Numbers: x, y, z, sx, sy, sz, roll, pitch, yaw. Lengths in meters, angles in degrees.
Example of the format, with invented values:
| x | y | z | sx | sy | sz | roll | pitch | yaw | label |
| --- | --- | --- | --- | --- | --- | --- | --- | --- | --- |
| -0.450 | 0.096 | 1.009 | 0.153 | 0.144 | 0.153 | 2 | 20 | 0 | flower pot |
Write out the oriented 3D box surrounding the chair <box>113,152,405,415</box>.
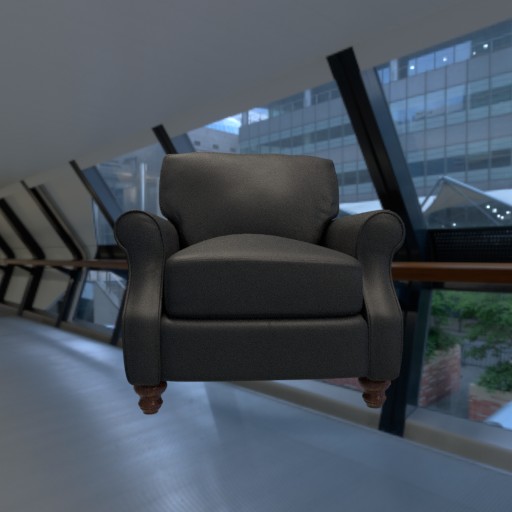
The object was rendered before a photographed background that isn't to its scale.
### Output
| x | y | z | sx | sy | sz | roll | pitch | yaw | label |
| --- | --- | --- | --- | --- | --- | --- | --- | --- | --- |
| 0.000 | 0.000 | 1.799 | 1.015 | 0.960 | 1.027 | 0 | 1 | 1 | chair |
